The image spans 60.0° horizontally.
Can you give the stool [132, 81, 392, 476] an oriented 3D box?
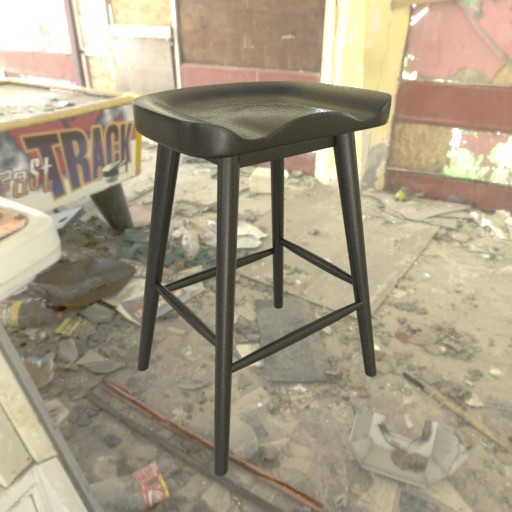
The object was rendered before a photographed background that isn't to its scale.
[{"bbox_3d":[0.000,0.000,0.889,0.440,0.615,0.361,-20,34,-32],"label":"stool"}]
